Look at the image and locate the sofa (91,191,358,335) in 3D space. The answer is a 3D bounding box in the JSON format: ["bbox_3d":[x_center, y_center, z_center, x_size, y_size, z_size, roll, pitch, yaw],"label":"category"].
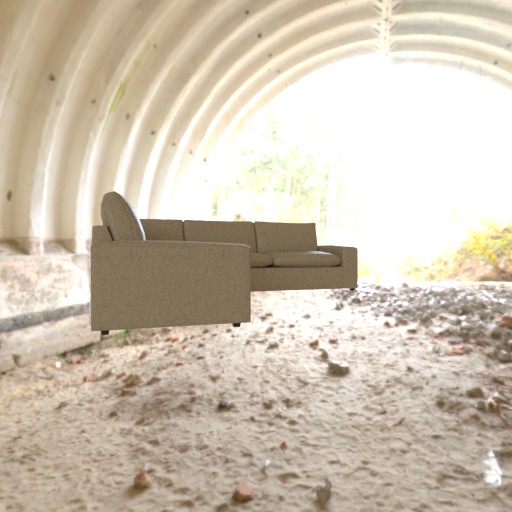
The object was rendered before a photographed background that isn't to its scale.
[{"bbox_3d":[0.000,0.000,4.011,2.742,0.800,2.622,0,1,-19],"label":"sofa"}]
